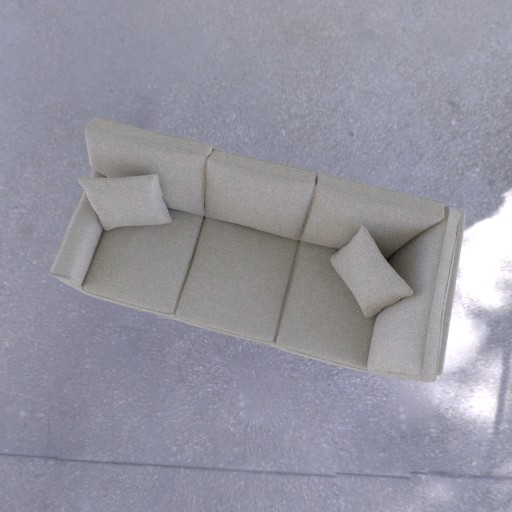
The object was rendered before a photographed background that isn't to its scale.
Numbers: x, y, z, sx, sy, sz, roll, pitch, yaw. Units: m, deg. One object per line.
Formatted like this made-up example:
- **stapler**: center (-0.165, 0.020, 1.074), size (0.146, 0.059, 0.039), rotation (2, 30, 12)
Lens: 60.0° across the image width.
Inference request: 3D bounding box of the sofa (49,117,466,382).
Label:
- **sofa**: center (0.000, 0.000, 2.827), size (2.317, 0.962, 1.061), rotation (14, 74, 4)
